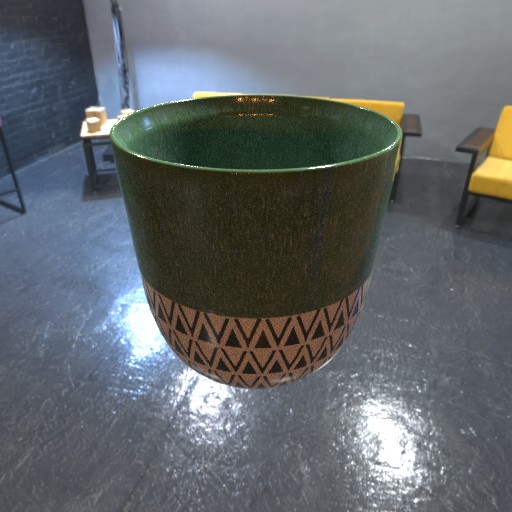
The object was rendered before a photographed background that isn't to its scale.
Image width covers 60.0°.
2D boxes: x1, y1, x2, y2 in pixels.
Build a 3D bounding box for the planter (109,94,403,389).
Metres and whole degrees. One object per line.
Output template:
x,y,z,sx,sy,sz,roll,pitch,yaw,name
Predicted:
0.000,0.000,0.360,0.195,0.214,0.195,0,31,0,planter
